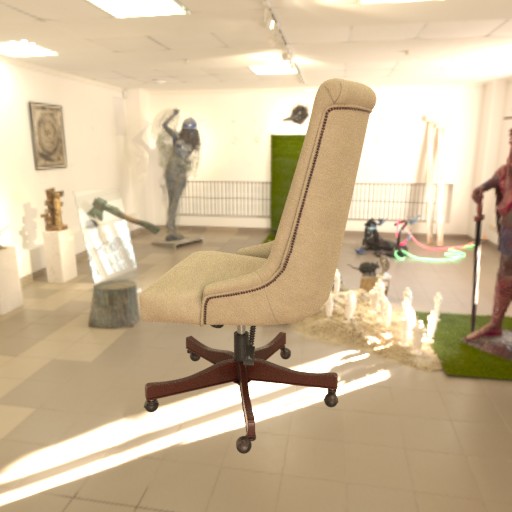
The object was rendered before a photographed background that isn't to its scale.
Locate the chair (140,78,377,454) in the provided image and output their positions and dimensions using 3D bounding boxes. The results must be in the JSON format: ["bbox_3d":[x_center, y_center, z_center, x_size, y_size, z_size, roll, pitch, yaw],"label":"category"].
[{"bbox_3d":[0.000,0.000,1.436,0.696,1.010,0.645,2,14,9],"label":"chair"}]
